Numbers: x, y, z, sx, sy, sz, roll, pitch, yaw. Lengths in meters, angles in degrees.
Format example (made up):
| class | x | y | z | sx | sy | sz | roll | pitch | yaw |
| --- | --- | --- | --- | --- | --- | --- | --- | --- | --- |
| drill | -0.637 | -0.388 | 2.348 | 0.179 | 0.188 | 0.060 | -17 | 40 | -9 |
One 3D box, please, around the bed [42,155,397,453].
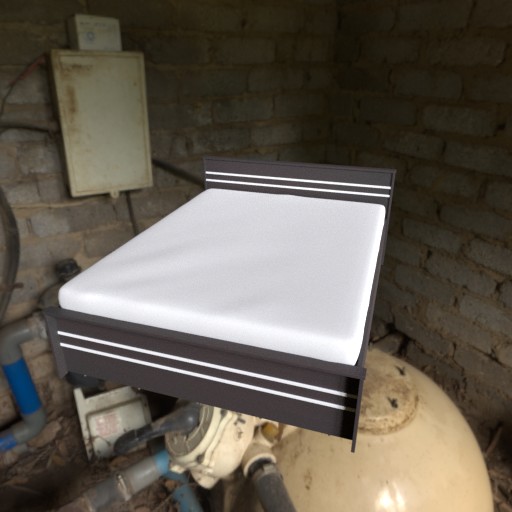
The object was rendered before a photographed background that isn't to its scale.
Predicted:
| class | x | y | z | sx | sy | sz | roll | pitch | yaw |
| --- | --- | --- | --- | --- | --- | --- | --- | --- | --- |
| bed | 0.000 | 0.000 | 2.972 | 1.634 | 0.808 | 2.103 | 8 | 26 | 16 |
